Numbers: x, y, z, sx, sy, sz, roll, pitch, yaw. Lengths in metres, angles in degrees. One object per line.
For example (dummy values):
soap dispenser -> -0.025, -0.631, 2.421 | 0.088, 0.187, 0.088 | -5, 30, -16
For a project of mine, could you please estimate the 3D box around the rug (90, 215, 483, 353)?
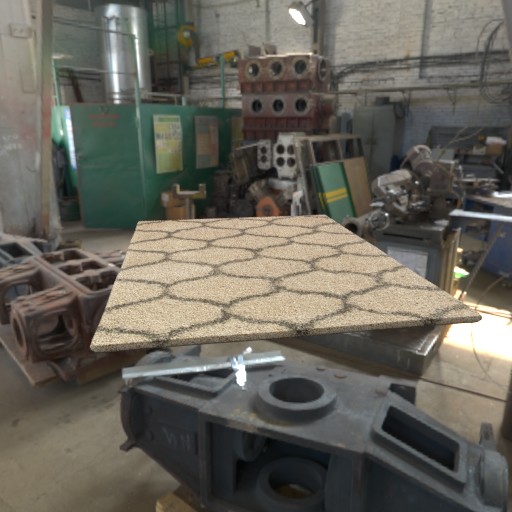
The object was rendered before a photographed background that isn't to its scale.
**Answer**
rug -> 0.000, 0.000, 2.062 | 1.200, 0.025, 1.600 | -3, 17, -9
